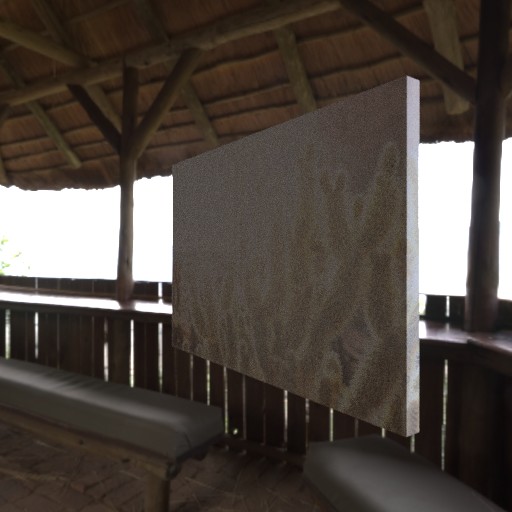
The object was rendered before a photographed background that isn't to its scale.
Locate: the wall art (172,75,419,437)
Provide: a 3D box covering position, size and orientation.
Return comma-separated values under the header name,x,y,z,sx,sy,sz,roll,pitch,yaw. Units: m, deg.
name,x,y,z,sx,sy,sz,roll,pitch,yaw
wall art,0.000,0.000,1.126,0.040,0.608,0.916,0,0,-36
